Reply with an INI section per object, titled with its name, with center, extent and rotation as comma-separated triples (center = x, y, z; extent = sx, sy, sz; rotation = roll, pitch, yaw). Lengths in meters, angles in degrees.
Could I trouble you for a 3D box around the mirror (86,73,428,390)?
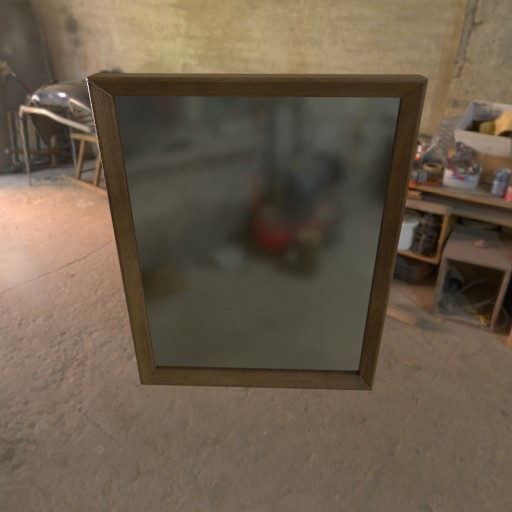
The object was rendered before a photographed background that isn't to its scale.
[mirror]
center = 0.000, 0.000, 0.668
extent = 0.406, 0.509, 0.041
rotation = 1, 30, 2
